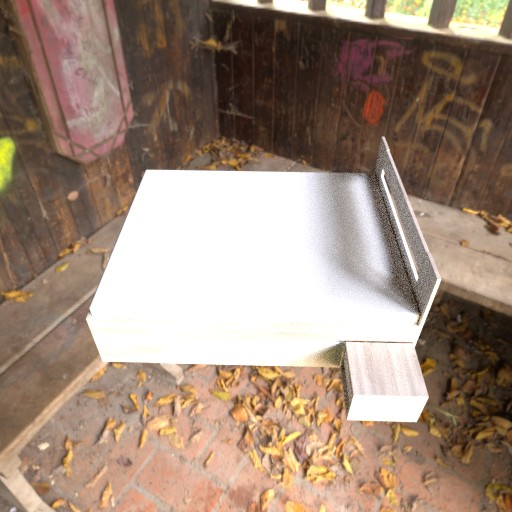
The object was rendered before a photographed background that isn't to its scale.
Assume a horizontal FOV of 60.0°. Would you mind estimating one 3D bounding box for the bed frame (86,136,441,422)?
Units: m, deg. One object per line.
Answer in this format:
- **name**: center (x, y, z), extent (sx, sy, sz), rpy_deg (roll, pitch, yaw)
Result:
- **bed frame**: center (0.000, 0.000, 3.192), extent (2.050, 0.860, 2.040), rpy_deg (1, 42, 1)
